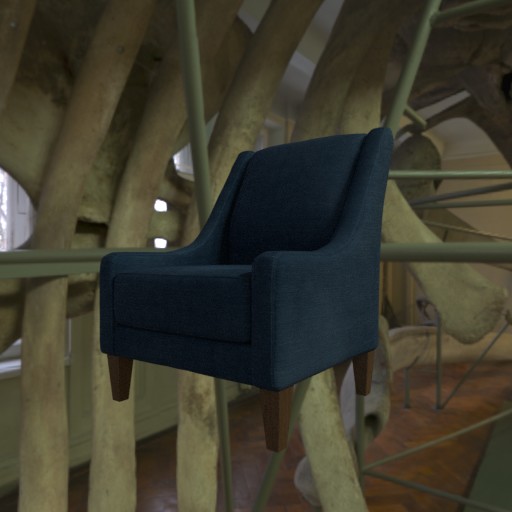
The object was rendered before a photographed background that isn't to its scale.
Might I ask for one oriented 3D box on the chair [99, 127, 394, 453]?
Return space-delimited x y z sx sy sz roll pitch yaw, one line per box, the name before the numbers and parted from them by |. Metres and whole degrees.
chair | 0.000 0.000 1.652 0.774 1.014 0.870 0 0 37
